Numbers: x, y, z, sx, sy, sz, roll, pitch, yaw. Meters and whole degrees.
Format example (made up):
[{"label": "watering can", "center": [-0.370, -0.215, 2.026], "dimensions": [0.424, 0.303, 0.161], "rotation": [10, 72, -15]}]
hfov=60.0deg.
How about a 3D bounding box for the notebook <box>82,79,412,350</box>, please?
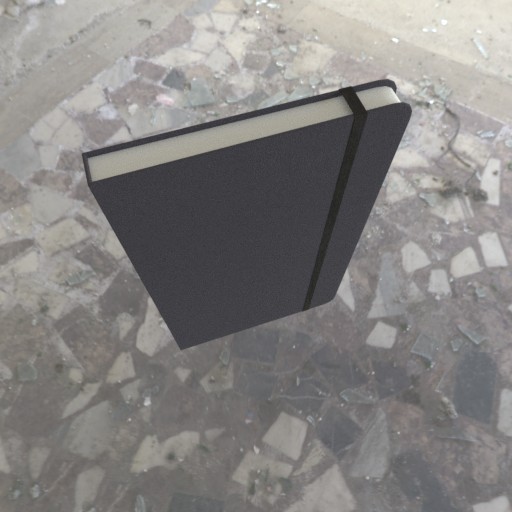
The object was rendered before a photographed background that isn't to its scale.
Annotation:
[{"label": "notebook", "center": [0.000, 0.000, 0.259], "dimensions": [0.127, 0.213, 0.016], "rotation": [-17, 64, -8]}]
